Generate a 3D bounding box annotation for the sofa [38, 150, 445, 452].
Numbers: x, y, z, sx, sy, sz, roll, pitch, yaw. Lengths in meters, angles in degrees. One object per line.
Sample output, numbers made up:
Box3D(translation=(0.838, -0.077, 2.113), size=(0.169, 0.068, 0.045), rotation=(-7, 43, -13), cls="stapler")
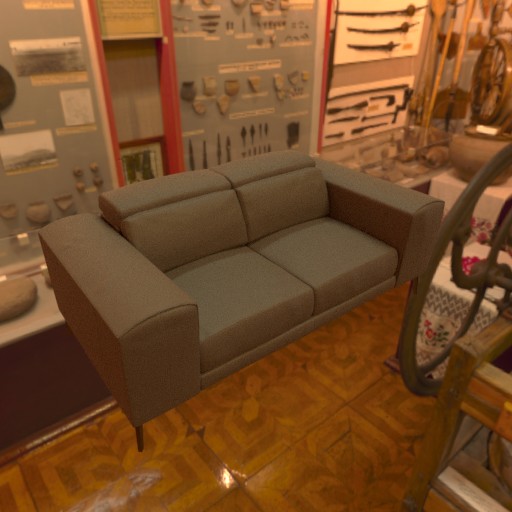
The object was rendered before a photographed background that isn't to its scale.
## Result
Box3D(translation=(0.000, 0.000, 2.370), size=(1.895, 0.779, 1.003), rotation=(-21, 36, -32), cls="sofa")
